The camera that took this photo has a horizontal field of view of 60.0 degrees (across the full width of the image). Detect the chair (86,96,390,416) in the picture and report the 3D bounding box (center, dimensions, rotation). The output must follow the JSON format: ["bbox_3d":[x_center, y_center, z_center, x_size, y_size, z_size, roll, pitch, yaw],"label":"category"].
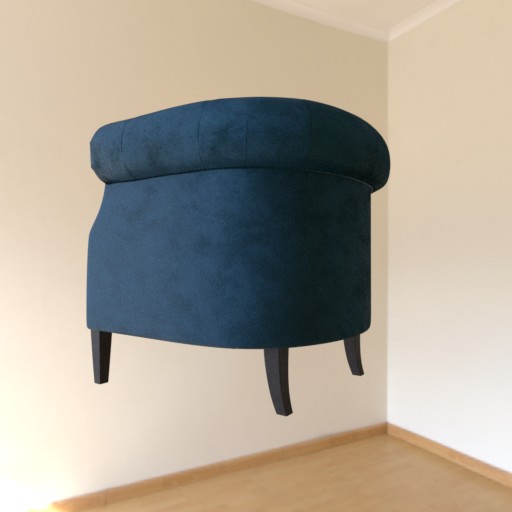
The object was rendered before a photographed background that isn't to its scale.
[{"bbox_3d":[0.000,0.000,1.508,0.851,0.826,0.904,0,-1,36],"label":"chair"}]
